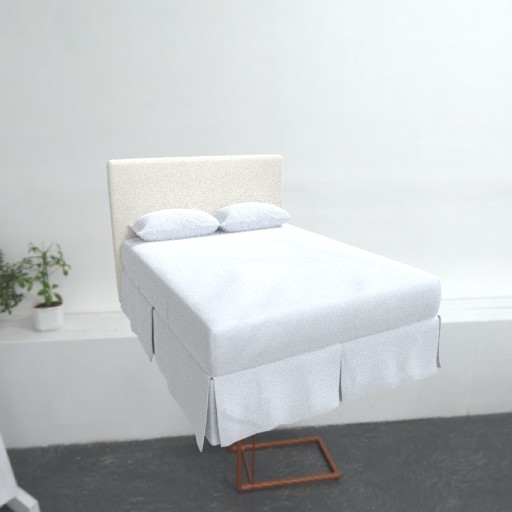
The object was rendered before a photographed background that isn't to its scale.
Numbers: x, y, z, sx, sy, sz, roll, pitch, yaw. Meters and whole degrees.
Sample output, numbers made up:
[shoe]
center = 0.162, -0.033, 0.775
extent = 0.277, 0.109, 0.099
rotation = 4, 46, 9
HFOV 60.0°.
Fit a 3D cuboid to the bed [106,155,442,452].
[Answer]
[bed]
center = 0.000, 0.000, 3.271
extent = 1.713, 1.330, 2.142
rotation = -8, 18, -27
